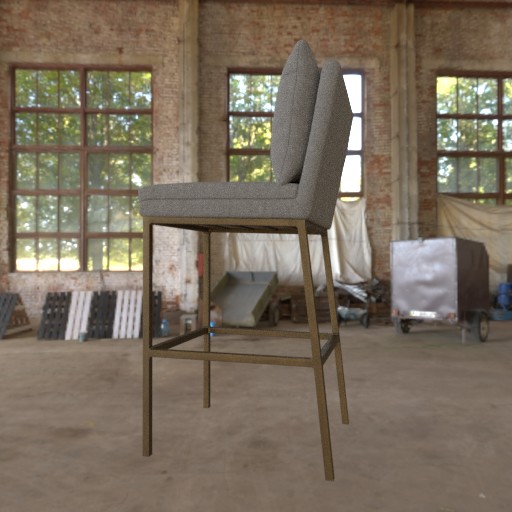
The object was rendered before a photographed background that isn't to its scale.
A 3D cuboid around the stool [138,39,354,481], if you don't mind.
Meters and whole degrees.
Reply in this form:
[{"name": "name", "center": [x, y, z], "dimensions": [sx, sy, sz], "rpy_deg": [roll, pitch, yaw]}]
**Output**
[{"name": "stool", "center": [0.000, 0.000, 1.390], "dimensions": [0.569, 1.132, 0.463], "rpy_deg": [0, 0, 17]}]
